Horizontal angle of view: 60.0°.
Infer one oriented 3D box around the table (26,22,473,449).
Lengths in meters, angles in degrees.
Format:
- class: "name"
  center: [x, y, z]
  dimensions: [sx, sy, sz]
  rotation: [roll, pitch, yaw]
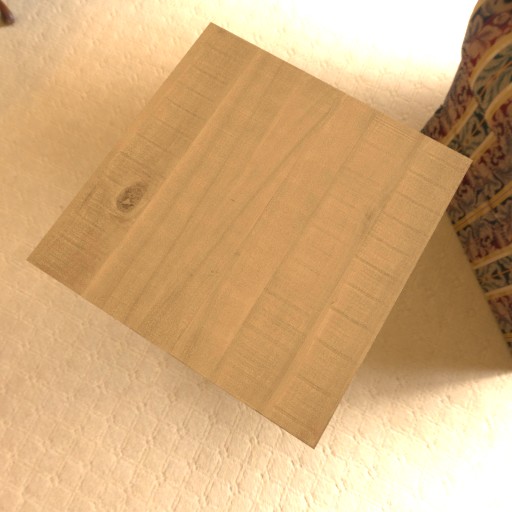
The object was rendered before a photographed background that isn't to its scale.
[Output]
- class: "table"
  center: [0.000, 0.000, 0.974]
  dimensions: [0.503, 0.589, 0.507]
  rotation: [31, 78, 8]
